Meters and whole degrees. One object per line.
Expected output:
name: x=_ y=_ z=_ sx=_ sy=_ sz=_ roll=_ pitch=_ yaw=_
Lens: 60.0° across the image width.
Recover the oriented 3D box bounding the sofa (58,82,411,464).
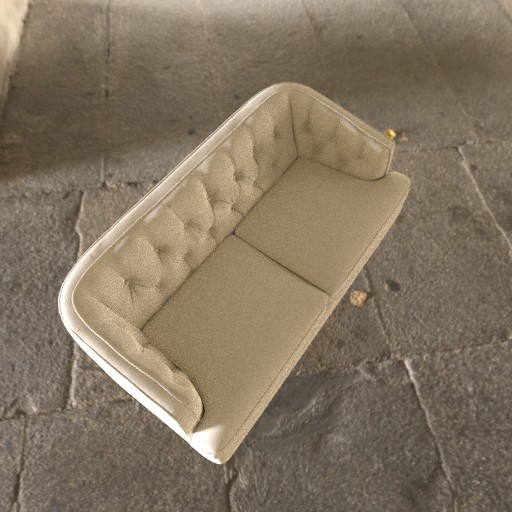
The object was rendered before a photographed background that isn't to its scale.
sofa: x=0.000 y=0.000 z=2.257 sx=0.941 sy=0.855 sz=1.733 roll=32 pitch=64 yaw=17
